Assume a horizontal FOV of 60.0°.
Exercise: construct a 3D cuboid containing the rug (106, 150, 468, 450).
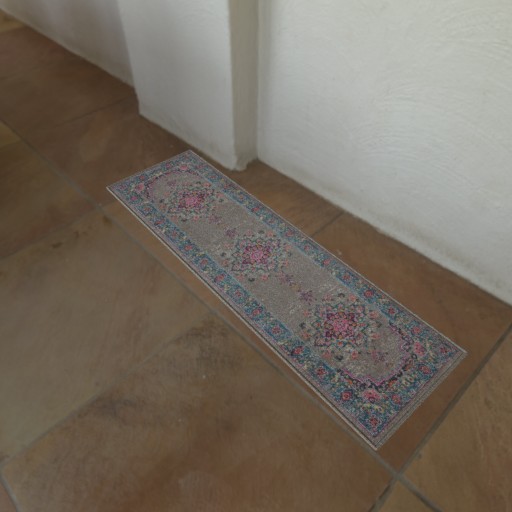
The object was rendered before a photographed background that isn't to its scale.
[{"bbox_3d":[0.000,0.000,2.033,0.553,0.012,1.827,-32,54,-27],"label":"rug"}]
